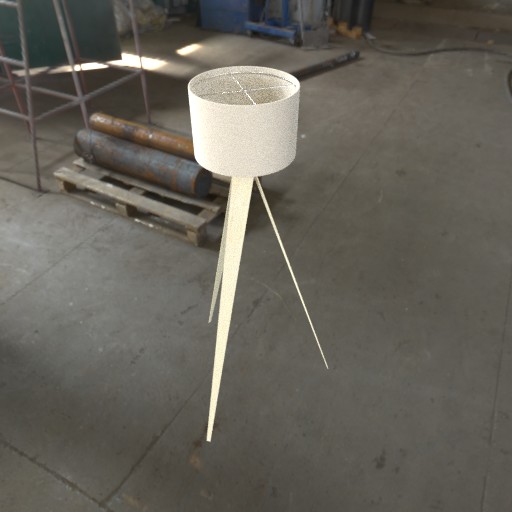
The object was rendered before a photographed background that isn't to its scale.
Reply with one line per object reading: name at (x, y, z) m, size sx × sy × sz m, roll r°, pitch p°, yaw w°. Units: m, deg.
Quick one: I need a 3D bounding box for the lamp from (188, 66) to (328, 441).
lamp at (0.000, 0.000, 1.928) m, size 0.716 × 1.524 × 0.724 m, roll -12°, pitch 42°, yaw -14°
